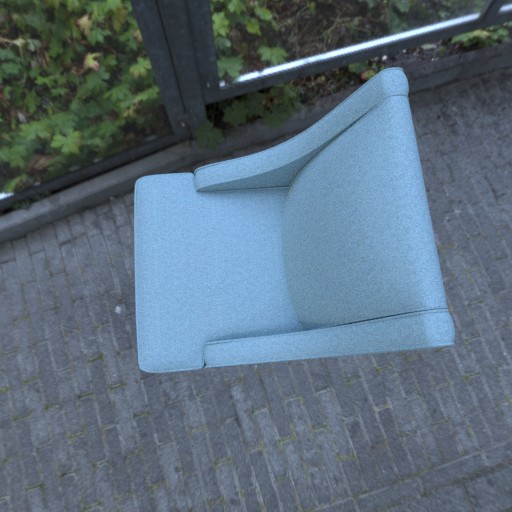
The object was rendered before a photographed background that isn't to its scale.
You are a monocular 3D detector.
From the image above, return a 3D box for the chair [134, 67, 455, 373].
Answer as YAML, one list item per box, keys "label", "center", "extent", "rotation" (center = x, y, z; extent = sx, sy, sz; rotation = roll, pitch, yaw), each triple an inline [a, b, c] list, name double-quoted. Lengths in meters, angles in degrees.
- label: "chair"
  center: [0.000, 0.000, 1.803]
  extent: [1.025, 1.133, 0.857]
  rotation: [-5, 76, -1]
